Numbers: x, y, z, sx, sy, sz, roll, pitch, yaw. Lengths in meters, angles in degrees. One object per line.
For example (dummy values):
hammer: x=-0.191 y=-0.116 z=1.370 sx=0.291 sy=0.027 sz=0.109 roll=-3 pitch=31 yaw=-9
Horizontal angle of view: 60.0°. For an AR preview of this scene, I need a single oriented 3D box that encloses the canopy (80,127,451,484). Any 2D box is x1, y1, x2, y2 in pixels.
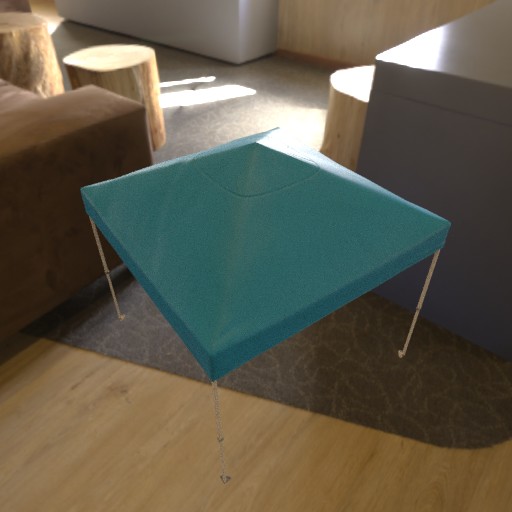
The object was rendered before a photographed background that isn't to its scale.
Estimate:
canopy: x=0.000 y=0.000 z=5.432 sx=2.998 sy=2.997 sz=2.996 roll=-25 pitch=46 yaw=-26
